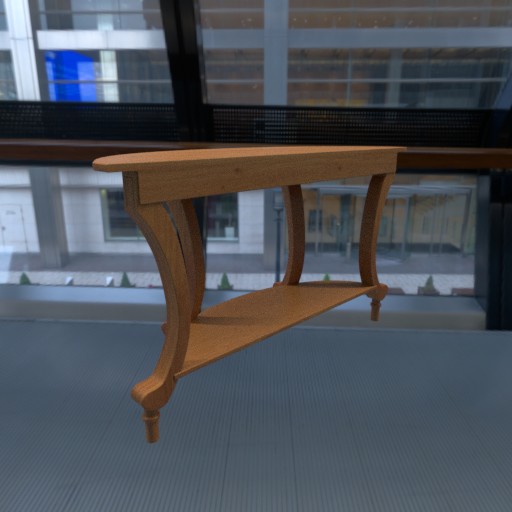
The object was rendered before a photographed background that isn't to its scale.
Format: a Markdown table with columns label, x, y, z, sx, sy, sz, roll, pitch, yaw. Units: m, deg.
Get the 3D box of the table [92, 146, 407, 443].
| label | x | y | z | sx | sy | sz | roll | pitch | yaw |
| --- | --- | --- | --- | --- | --- | --- | --- | --- | --- |
| table | 0.000 | 0.000 | 1.495 | 1.198 | 0.692 | 0.394 | -15 | 22 | -42 |
